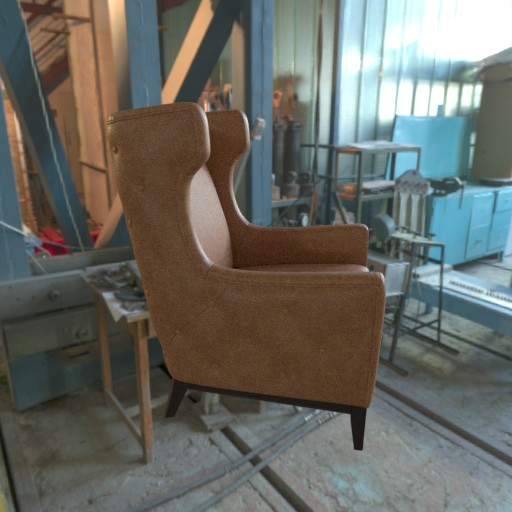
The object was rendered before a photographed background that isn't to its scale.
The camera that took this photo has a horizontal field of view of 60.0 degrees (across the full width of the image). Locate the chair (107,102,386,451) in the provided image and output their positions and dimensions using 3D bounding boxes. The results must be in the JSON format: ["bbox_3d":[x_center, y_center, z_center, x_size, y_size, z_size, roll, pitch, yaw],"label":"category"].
[{"bbox_3d":[0.000,0.000,1.682,0.899,1.079,0.766,3,17,9],"label":"chair"}]
